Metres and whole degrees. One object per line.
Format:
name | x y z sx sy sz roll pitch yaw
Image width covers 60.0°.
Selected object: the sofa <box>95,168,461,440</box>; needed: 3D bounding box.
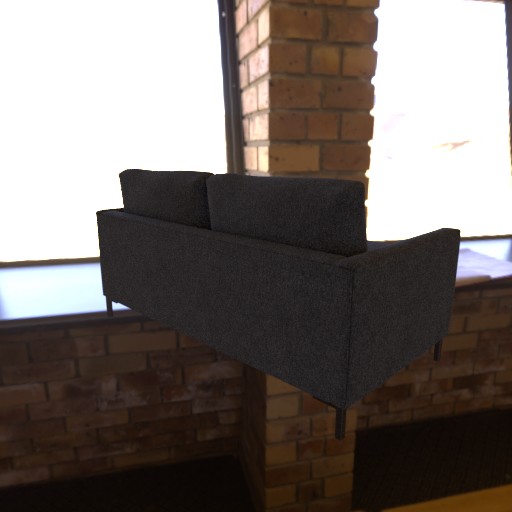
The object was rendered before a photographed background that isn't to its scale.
sofa | 0.000 0.000 2.244 1.716 0.862 0.866 13 19 43
